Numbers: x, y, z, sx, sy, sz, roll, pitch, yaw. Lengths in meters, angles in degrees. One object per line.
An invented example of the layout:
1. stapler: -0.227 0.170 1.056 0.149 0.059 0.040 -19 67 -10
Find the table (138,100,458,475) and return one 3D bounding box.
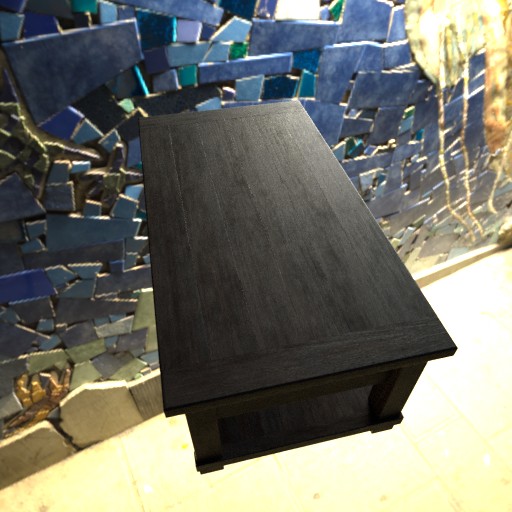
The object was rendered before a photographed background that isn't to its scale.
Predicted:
1. table: 0.000 0.000 1.580 0.700 0.494 1.270 -9 46 -9
